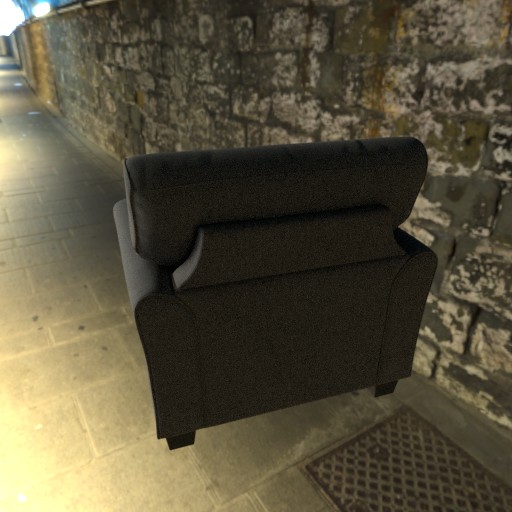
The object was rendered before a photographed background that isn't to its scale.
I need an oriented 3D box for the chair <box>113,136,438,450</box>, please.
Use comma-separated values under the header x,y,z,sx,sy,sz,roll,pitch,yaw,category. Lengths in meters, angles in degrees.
x,y,z,sx,sy,sz,roll,pitch,yaw,category
0.000,0.000,1.605,0.941,0.890,0.816,-8,27,-16,chair
